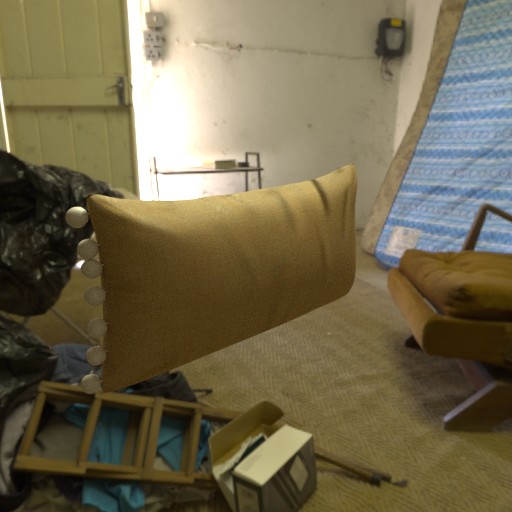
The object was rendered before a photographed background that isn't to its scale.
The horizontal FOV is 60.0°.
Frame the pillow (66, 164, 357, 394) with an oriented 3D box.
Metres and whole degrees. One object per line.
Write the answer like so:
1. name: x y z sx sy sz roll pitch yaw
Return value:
1. pillow: 0.000 0.000 0.856 0.201 0.322 0.709 14 21 43
